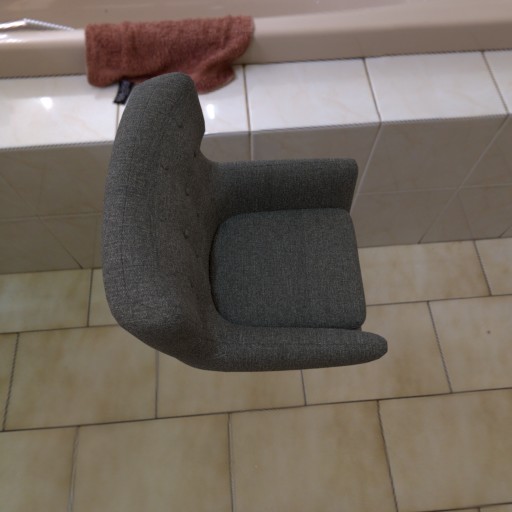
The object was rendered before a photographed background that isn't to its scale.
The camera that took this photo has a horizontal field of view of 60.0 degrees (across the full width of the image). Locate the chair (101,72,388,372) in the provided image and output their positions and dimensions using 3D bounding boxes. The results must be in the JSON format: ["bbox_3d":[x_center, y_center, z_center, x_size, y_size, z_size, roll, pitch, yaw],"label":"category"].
[{"bbox_3d":[0.000,0.000,1.732,0.904,1.063,0.878,-2,65,-1],"label":"chair"}]
